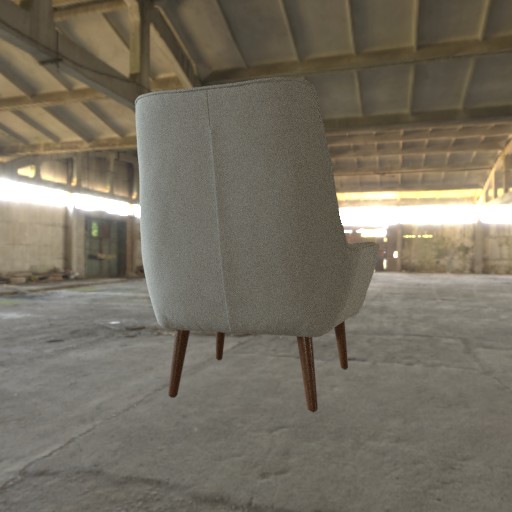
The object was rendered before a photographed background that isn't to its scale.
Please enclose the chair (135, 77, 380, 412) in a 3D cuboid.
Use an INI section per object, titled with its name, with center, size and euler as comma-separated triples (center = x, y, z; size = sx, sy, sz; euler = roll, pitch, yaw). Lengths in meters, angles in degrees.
[chair]
center = 0.000, 0.000, 1.495
size = 0.787, 0.888, 0.822
euler = 0, 0, 17
